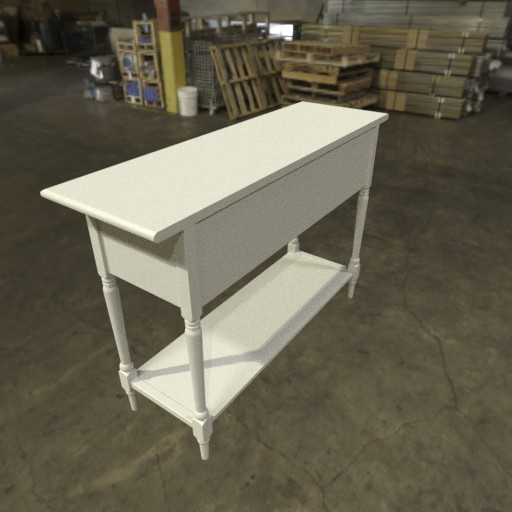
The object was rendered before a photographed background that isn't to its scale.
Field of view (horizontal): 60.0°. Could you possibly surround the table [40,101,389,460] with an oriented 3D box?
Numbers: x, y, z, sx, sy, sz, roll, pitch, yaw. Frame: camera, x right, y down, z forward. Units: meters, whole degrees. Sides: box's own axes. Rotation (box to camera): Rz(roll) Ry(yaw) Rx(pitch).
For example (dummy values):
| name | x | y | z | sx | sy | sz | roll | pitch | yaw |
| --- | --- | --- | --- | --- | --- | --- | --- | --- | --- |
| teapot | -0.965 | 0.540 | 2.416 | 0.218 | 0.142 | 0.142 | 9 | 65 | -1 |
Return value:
| name | x | y | z | sx | sy | sz | roll | pitch | yaw |
| --- | --- | --- | --- | --- | --- | --- | --- | --- | --- |
| table | 0.000 | 0.000 | 1.560 | 0.384 | 0.808 | 1.197 | 20 | 36 | 30 |
